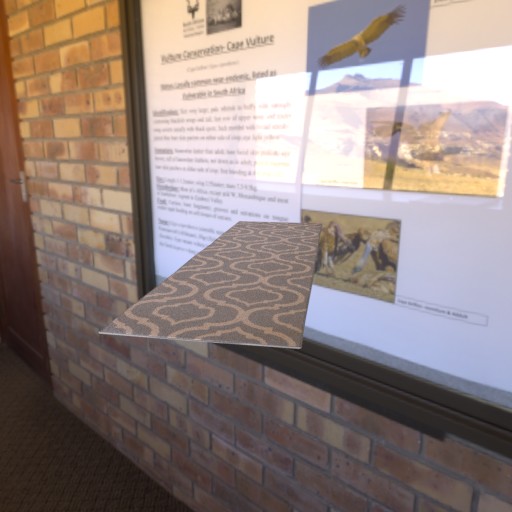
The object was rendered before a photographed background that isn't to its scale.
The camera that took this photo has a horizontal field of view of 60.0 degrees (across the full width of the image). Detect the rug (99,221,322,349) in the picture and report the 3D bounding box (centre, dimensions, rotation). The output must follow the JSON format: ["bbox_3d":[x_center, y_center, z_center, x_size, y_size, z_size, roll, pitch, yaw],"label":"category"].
[{"bbox_3d":[0.000,0.000,2.514,0.684,0.009,2.275,2,14,10],"label":"rug"}]
